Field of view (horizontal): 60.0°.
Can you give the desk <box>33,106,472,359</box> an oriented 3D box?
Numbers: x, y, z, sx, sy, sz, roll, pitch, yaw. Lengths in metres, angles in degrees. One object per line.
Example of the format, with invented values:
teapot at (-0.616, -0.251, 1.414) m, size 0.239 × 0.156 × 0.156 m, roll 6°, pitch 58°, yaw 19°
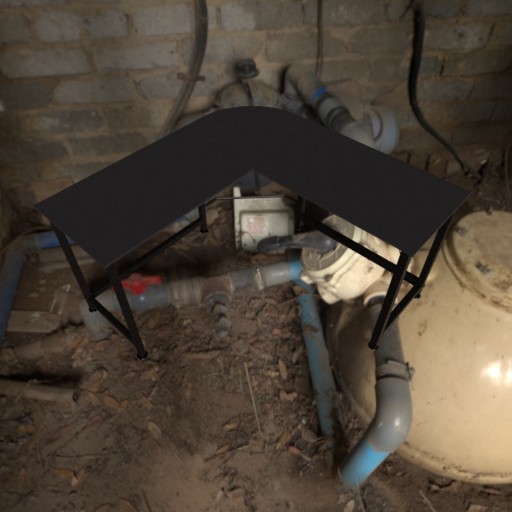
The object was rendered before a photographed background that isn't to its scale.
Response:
desk at (0.000, 0.000, 2.276) m, size 1.400 × 0.762 × 1.400 m, roll 34°, pitch 55°, yaw 27°
